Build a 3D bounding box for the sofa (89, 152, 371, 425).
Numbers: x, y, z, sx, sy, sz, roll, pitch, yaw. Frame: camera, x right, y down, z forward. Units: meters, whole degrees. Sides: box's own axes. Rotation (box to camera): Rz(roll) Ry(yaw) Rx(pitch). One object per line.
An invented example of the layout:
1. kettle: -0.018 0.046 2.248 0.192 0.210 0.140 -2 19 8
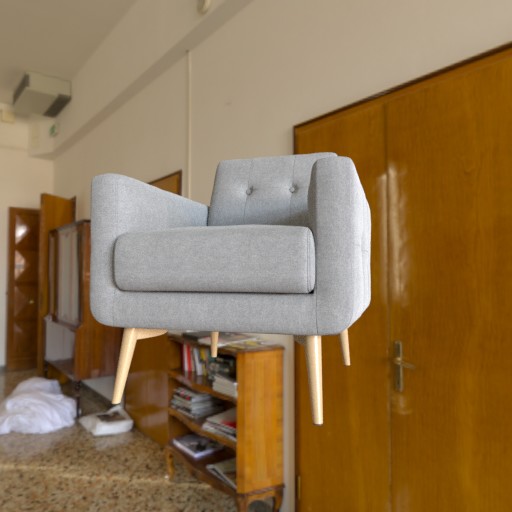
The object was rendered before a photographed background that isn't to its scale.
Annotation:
1. sofa: 0.000 0.000 1.576 0.770 0.860 0.920 -1 -2 17
